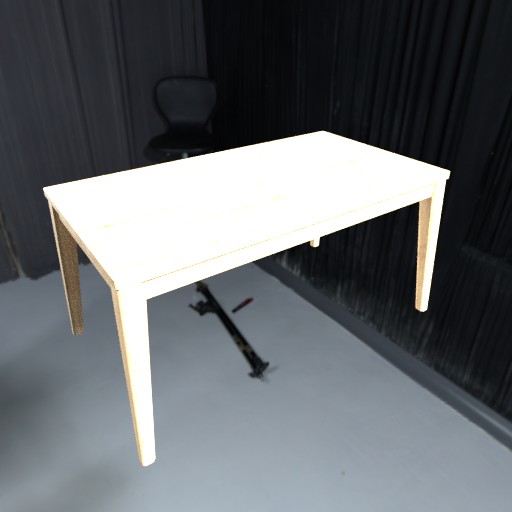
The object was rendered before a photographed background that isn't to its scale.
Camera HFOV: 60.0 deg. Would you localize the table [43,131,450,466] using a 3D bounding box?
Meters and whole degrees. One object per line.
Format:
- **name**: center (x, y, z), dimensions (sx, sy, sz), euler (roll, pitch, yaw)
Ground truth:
- **table**: center (0.000, 0.000, 2.086), dimensions (1.600, 0.760, 0.900), euler (-20, 36, -30)
